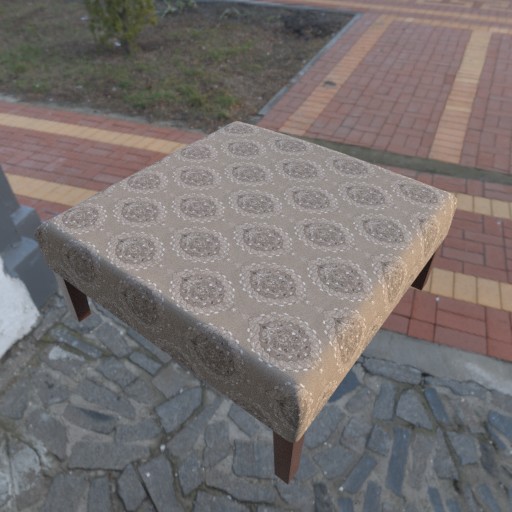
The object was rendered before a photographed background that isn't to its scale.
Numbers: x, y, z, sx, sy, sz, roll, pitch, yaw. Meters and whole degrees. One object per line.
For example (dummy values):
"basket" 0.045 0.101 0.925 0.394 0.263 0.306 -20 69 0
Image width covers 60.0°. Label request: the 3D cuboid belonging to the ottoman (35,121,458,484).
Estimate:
"ottoman" 0.000 0.000 1.392 0.890 0.411 0.889 27 48 27
